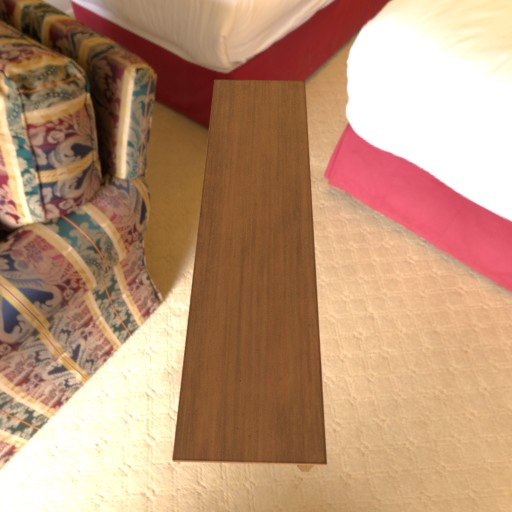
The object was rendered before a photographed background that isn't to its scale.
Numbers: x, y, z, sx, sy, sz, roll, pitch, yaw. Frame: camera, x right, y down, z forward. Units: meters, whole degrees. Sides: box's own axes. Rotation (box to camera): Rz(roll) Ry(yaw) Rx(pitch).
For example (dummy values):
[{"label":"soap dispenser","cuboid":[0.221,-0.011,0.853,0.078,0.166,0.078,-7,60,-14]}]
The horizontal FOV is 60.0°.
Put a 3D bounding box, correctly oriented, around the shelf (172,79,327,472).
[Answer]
[{"label":"shelf","cuboid":[0.000,0.000,0.720,0.166,0.190,0.636,1,58,1]}]
